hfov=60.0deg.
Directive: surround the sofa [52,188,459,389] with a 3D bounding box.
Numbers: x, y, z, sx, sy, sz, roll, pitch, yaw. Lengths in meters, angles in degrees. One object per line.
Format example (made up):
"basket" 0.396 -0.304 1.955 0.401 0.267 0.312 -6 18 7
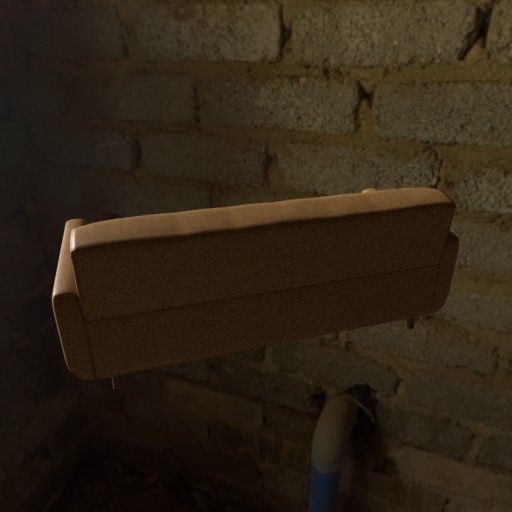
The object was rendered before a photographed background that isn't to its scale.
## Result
"sofa" 0.000 0.000 2.638 2.137 0.892 0.980 -8 28 -15
